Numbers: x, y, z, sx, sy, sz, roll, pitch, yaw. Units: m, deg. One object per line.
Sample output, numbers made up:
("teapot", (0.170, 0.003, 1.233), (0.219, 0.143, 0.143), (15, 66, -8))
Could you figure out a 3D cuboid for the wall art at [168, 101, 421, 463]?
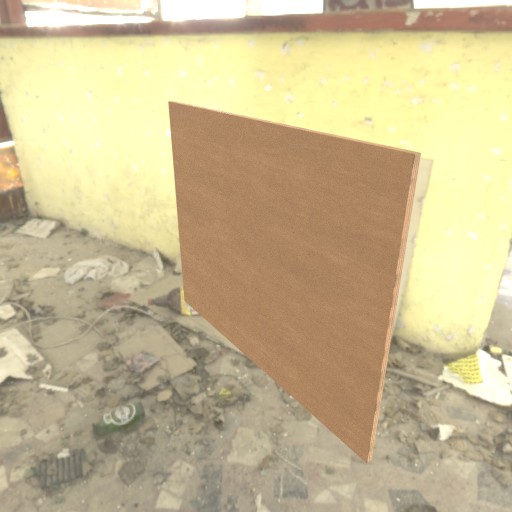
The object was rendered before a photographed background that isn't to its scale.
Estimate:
("wall art", (0.000, 0.000, 0.684), (0.010, 0.408, 0.508), (-18, 31, -32))
